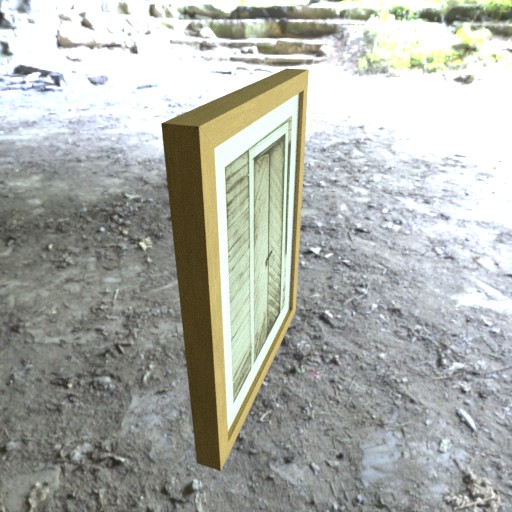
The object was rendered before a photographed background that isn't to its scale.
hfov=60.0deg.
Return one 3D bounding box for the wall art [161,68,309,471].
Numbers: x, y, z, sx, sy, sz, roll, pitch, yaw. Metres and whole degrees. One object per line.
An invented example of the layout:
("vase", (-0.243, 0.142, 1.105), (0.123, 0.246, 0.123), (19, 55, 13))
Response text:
("wall art", (0.000, 0.000, 0.531), (0.030, 0.380, 0.312), (10, 32, 17))
